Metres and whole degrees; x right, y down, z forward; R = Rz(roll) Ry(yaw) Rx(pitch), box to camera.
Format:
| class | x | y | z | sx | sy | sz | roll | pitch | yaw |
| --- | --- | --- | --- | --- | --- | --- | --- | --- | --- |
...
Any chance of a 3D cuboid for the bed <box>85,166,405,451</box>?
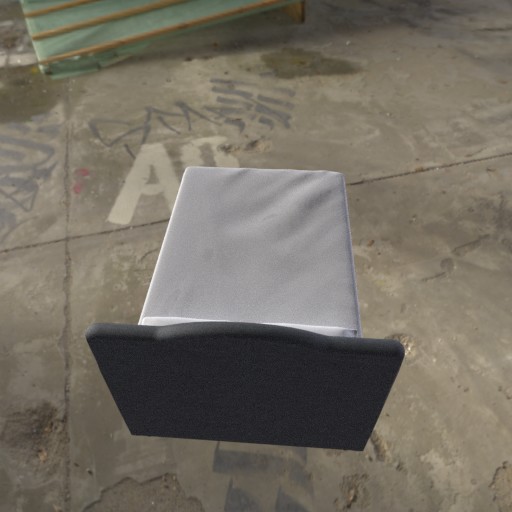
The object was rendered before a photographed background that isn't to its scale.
| class | x | y | z | sx | sy | sz | roll | pitch | yaw |
| --- | --- | --- | --- | --- | --- | --- | --- | --- | --- |
| bed | 0.000 | 0.000 | 3.601 | 1.747 | 1.441 | 2.507 | 3 | 47 | 3 |
